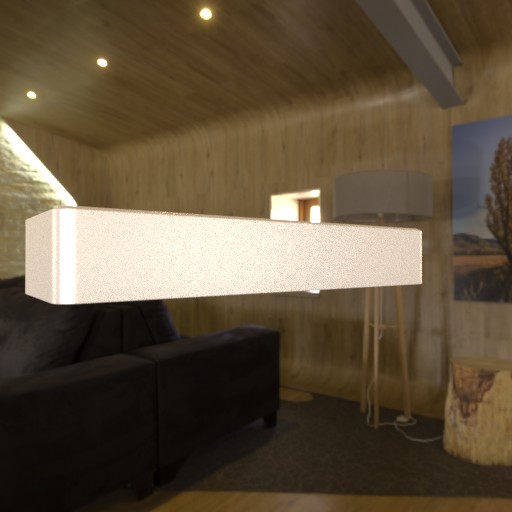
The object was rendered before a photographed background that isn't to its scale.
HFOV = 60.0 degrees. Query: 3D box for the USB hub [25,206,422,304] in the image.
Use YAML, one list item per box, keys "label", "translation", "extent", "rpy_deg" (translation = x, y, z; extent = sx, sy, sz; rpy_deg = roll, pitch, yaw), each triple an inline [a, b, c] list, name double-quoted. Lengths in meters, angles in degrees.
- label: "USB hub"
  translation: [0.000, 0.000, 0.161]
  extent: [0.145, 0.023, 0.044]
  rpy_deg: [0, 0, -36]
